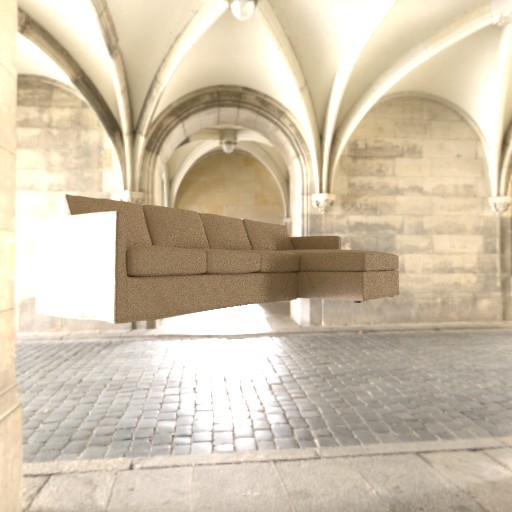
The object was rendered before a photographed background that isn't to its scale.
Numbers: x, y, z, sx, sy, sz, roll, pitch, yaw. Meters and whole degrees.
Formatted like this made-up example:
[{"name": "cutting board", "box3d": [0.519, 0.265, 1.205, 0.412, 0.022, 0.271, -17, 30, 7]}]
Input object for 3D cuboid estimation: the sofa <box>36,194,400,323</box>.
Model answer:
[{"name": "sofa", "box3d": [0.000, 0.000, 3.999, 1.622, 0.871, 3.206, -1, -1, 35]}]
